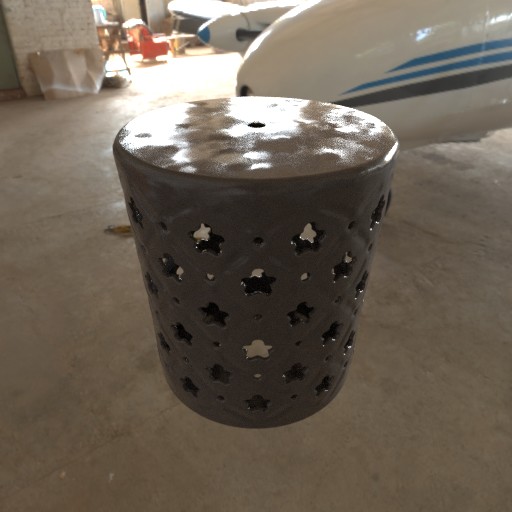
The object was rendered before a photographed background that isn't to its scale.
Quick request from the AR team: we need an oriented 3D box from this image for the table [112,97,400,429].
[{"bbox_3d":[0.000,0.000,0.657,0.352,0.387,0.352,0,32,0],"label":"table"}]
